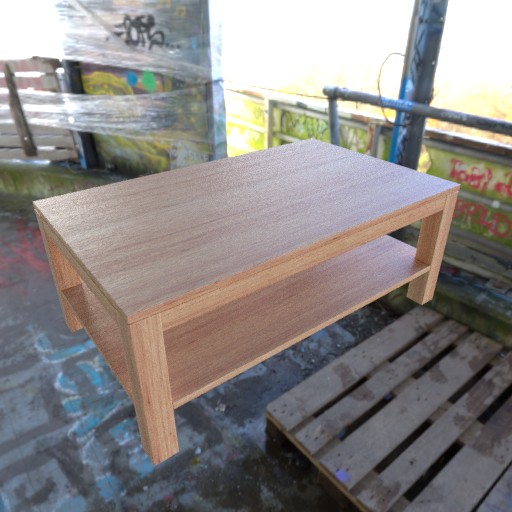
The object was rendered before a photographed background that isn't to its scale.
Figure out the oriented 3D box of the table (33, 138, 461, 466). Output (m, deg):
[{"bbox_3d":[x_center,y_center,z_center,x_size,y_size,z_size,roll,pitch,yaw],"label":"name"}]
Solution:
[{"bbox_3d":[0.000,0.000,1.496,1.146,0.457,0.695,-21,36,-32],"label":"table"}]
